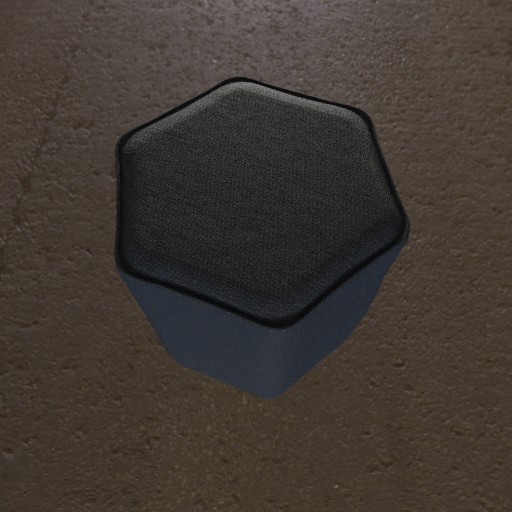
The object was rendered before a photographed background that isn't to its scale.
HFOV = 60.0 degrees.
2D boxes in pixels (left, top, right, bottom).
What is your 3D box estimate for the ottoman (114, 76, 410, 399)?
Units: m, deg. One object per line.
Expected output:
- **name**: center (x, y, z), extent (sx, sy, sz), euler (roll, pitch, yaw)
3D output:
- **ottoman**: center (0.000, 0.000, 0.900), extent (0.492, 0.505, 0.454), euler (-31, 66, -16)
